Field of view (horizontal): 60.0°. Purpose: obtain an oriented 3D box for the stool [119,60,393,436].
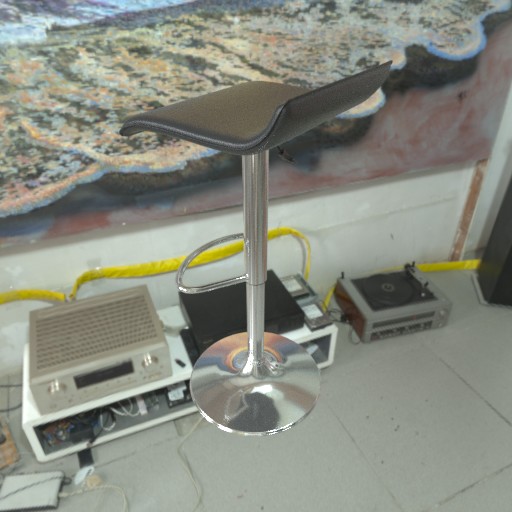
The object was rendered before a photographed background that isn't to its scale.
[{"bbox_3d":[0.000,0.000,1.049,0.381,0.851,0.381,22,40,30],"label":"stool"}]
